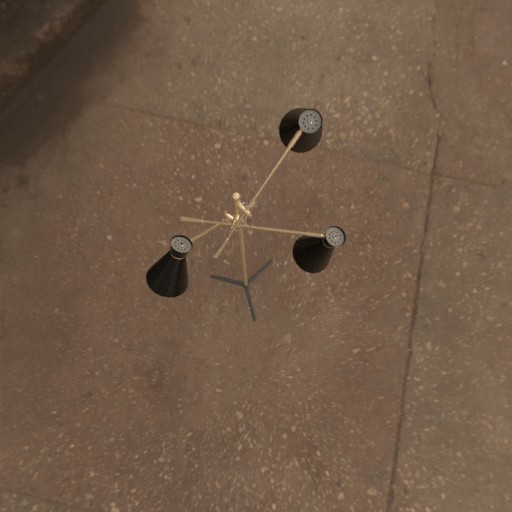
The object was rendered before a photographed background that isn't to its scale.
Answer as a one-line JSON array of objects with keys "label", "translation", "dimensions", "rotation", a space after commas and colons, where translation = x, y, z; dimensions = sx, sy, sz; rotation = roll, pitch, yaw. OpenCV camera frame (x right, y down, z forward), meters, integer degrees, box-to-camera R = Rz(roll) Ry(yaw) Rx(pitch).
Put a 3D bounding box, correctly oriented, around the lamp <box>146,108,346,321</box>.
[{"label": "lamp", "translation": [0.000, 0.000, 2.167], "dimensions": [0.653, 1.804, 0.750], "rotation": [15, 75, 4]}]
